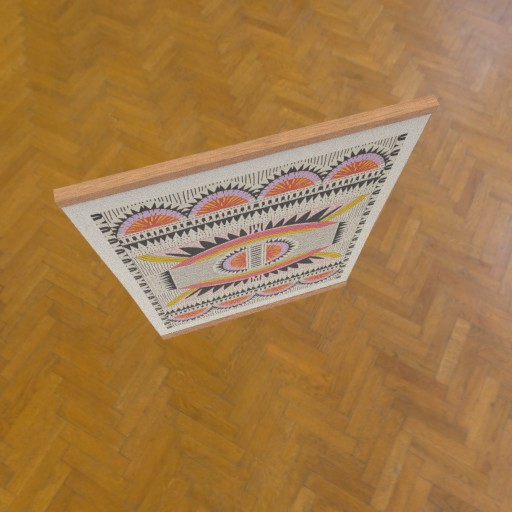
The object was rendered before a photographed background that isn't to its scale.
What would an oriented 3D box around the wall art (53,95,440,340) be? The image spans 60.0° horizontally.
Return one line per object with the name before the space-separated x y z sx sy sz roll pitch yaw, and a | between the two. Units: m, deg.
wall art | 0.000 0.000 1.305 0.765 1.016 0.028 -16 66 -7
